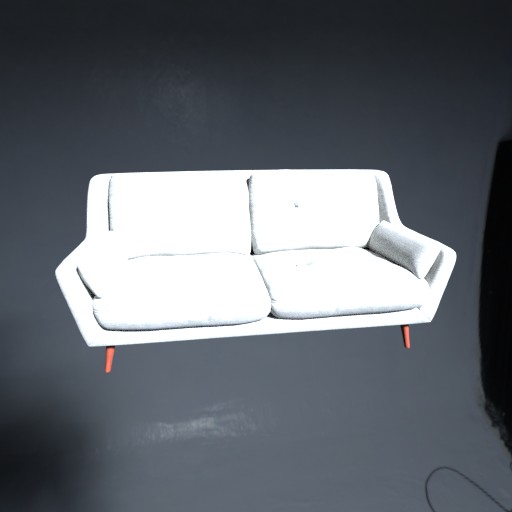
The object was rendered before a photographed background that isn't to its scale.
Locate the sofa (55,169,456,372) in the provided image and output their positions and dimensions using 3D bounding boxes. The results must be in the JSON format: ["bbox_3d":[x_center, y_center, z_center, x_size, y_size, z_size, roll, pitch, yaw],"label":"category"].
[{"bbox_3d":[0.000,0.000,2.505,1.930,0.897,0.976,-3,16,-9],"label":"sofa"}]
